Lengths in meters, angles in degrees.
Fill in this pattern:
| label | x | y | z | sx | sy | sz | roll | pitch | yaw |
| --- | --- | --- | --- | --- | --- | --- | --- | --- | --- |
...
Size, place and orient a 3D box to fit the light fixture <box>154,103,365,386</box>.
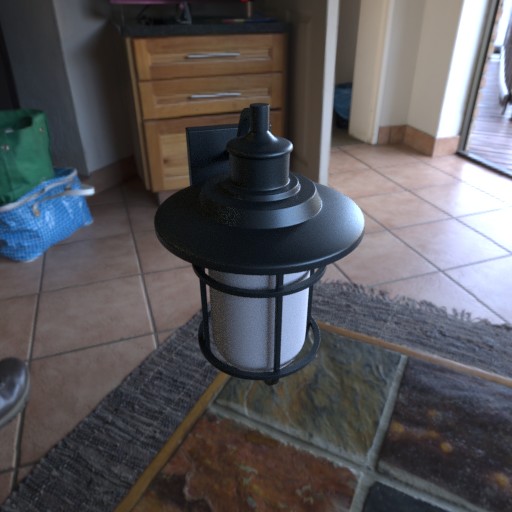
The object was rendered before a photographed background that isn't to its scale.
| label | x | y | z | sx | sy | sz | roll | pitch | yaw |
| --- | --- | --- | --- | --- | --- | --- | --- | --- | --- |
| light fixture | 0.000 | 0.000 | 0.517 | 0.222 | 0.345 | 0.252 | -9 | 31 | -15 |
